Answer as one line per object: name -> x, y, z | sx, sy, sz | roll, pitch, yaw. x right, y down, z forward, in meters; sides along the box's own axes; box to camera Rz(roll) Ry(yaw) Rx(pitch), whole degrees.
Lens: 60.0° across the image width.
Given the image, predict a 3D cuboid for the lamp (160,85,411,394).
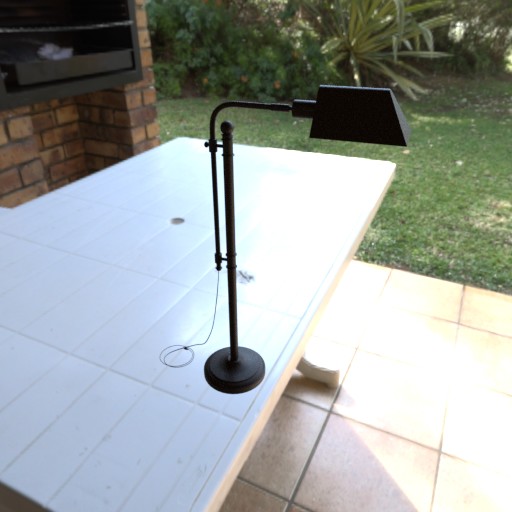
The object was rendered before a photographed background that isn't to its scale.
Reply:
lamp -> 0.000, 0.000, 0.959 | 0.545, 0.708, 0.159 | 10, 31, 17
